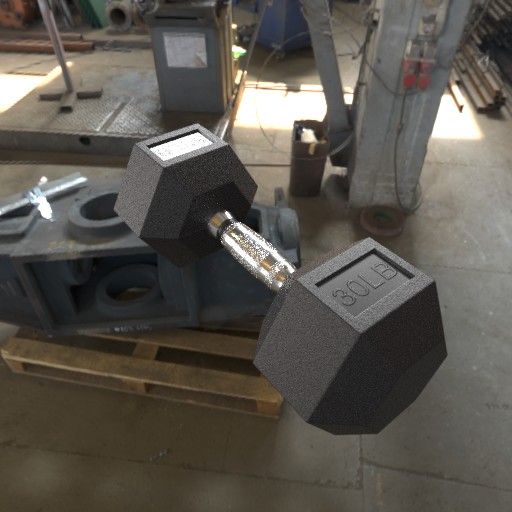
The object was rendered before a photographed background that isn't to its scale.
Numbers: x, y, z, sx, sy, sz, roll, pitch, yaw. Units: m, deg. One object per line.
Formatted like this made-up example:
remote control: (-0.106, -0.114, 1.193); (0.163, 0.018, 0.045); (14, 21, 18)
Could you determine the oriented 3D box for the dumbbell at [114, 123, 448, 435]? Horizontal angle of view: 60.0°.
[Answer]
dumbbell: (0.000, 0.000, 0.397); (0.142, 0.123, 0.337); (-27, 49, -27)
